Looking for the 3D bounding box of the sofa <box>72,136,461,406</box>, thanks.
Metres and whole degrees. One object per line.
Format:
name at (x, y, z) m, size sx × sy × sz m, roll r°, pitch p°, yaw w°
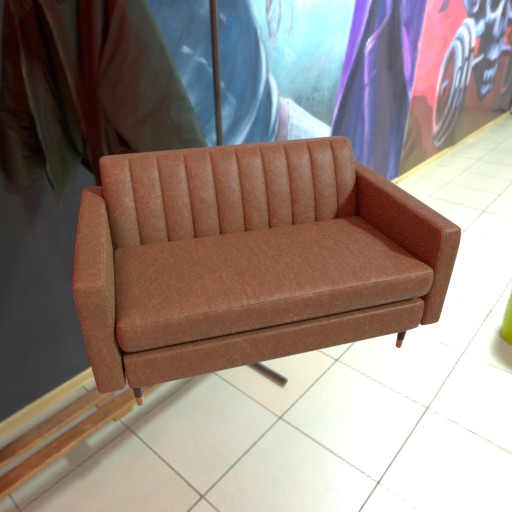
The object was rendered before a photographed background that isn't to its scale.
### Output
sofa at (0.000, 0.000, 2.115) m, size 1.549 × 0.820 × 0.960 m, roll -9°, pitch 32°, yaw -14°
